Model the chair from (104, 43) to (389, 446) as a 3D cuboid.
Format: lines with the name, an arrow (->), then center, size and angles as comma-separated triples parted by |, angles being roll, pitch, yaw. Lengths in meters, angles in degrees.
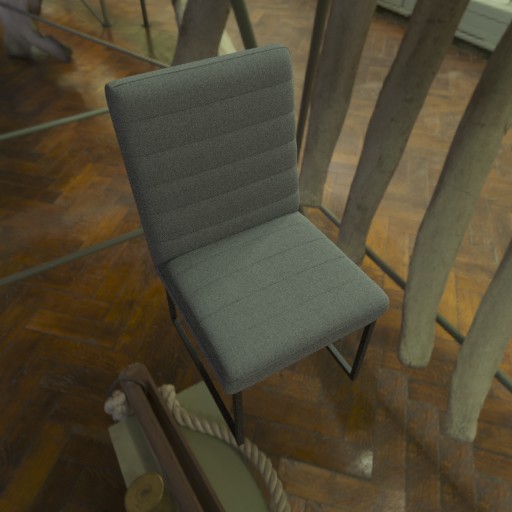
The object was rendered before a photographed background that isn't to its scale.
chair -> 0.000, 0.000, 1.296 | 0.520, 0.930, 0.634 | -22, 50, -20
